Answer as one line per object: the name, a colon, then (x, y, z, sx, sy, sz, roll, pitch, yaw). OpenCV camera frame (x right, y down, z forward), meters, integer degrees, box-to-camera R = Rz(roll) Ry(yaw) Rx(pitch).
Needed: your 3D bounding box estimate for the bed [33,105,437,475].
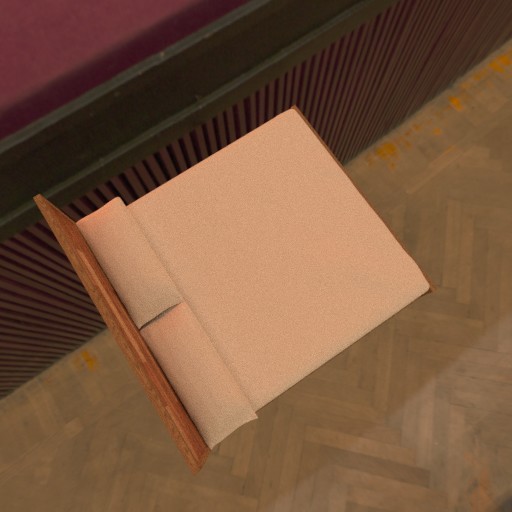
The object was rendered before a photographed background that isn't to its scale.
bed: (0.000, 0.000, 3.486, 2.184, 1.295, 2.013, -33, 78, -8)
